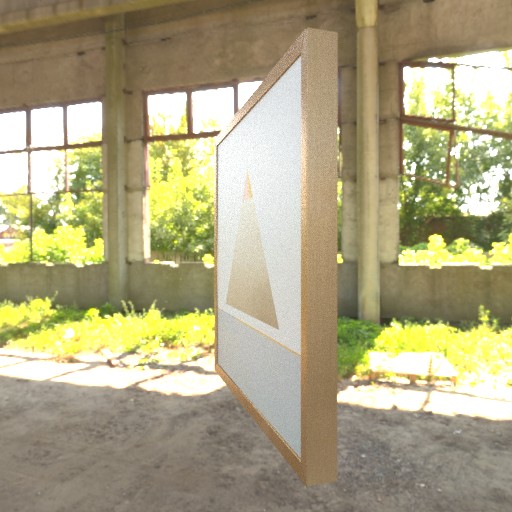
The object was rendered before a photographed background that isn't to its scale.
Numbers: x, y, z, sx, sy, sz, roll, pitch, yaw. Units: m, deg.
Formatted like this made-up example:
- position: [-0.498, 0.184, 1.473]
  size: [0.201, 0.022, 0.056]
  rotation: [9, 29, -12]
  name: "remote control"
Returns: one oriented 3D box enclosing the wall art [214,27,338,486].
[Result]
- position: [0.000, 0.000, 0.743]
  size: [0.038, 0.511, 0.513]
  rotation: [0, 1, -17]
  name: "wall art"
